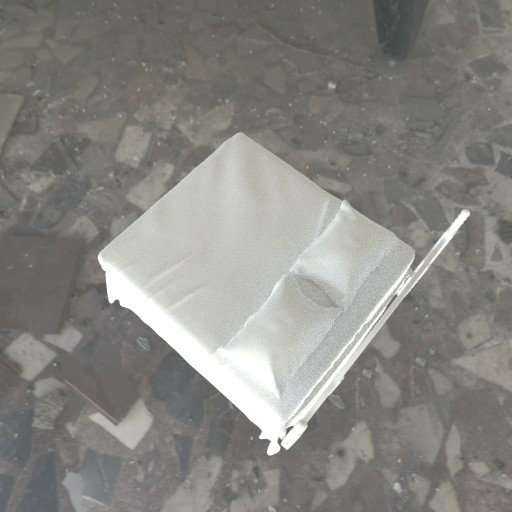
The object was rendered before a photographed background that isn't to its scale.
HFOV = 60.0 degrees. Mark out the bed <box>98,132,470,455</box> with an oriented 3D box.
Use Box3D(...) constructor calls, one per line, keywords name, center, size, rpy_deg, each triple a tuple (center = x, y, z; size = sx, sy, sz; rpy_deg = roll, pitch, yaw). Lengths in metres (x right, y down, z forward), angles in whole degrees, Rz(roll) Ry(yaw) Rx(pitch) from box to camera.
Box3D(name="bed", center=(0.000, 0.000, 3.289), size=(2.040, 1.356, 1.873), rpy_deg=(38, 69, 17))
